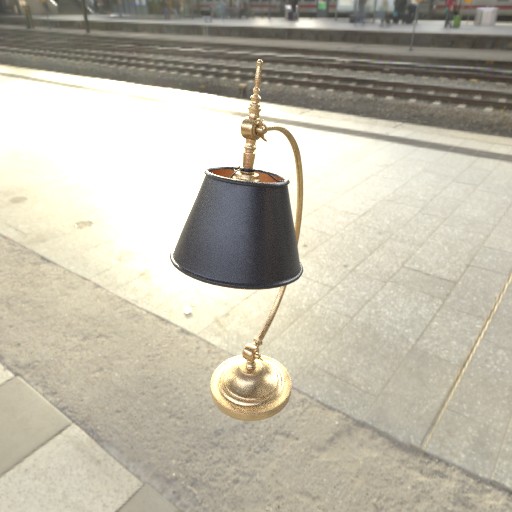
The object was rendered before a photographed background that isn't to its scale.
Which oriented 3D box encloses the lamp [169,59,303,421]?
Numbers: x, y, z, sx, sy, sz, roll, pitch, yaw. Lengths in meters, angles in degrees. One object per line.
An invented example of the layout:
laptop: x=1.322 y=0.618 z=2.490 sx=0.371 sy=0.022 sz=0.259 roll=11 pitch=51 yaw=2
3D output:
lamp: x=0.000 y=0.000 z=0.832 sx=0.235 sy=0.675 sz=0.344 roll=19 pitch=35 yaw=30
